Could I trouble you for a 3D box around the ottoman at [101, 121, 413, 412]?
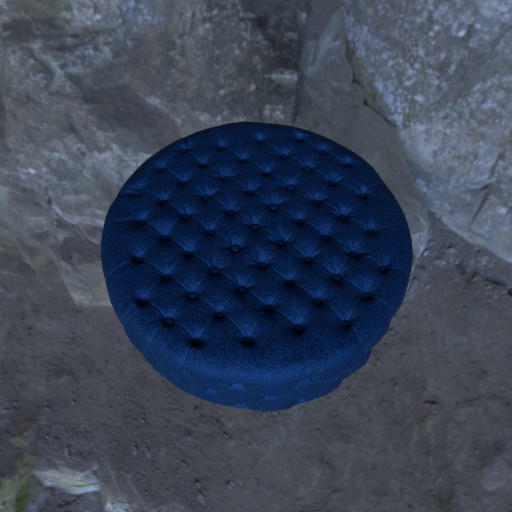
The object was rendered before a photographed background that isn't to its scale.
[{"bbox_3d":[0.000,0.000,1.535,0.998,0.398,0.998,0,59,0],"label":"ottoman"}]
